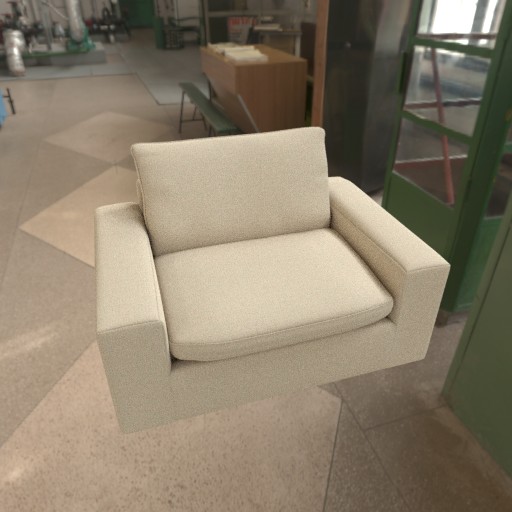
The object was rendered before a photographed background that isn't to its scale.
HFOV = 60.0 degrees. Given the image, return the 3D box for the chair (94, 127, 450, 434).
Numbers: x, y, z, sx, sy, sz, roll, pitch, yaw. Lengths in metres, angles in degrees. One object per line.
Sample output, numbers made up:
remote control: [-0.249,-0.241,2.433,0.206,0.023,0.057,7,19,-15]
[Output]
chair: [0.000,0.000,2.051,1.398,0.915,1.039,-9,33,-15]
